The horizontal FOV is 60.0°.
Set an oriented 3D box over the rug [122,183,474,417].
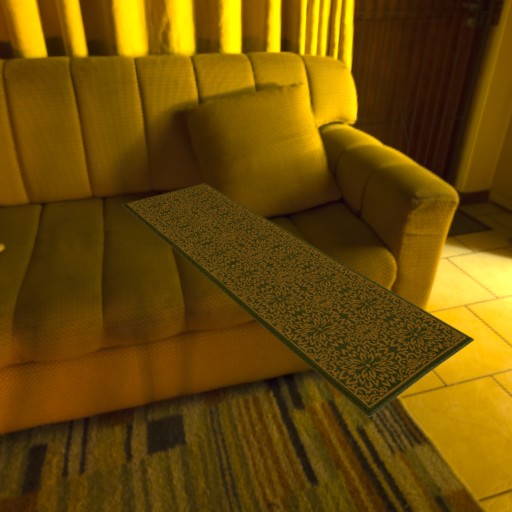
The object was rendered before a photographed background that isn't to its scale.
[{"bbox_3d":[0.000,0.000,2.453,0.662,0.011,2.196,-21,37,-31],"label":"rug"}]
